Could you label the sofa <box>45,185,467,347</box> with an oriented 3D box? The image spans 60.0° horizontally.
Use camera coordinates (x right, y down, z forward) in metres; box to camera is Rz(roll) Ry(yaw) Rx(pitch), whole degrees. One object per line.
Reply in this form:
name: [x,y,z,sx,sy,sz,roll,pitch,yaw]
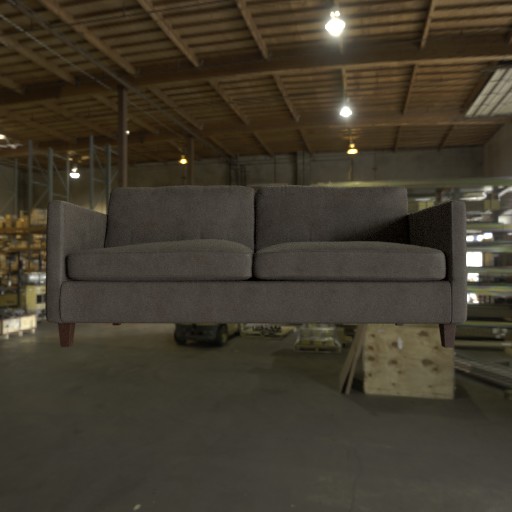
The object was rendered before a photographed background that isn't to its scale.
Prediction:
sofa: [0.000,0.000,2.736,2.208,0.965,0.951,0,-1,1]
